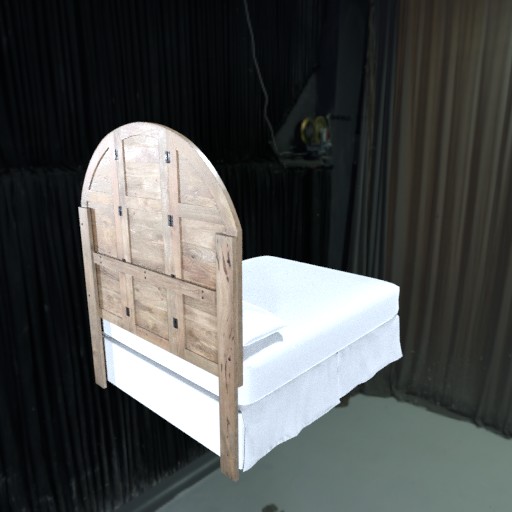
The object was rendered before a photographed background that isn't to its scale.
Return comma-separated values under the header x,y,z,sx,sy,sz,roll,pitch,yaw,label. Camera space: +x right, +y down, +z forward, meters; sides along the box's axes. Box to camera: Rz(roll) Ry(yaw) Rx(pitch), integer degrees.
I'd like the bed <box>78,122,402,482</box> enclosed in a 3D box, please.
x,y,z,sx,sy,sz,roll,pitch,yaw,label
0.000,0.000,3.575,1.713,2.002,2.112,13,19,41,bed
